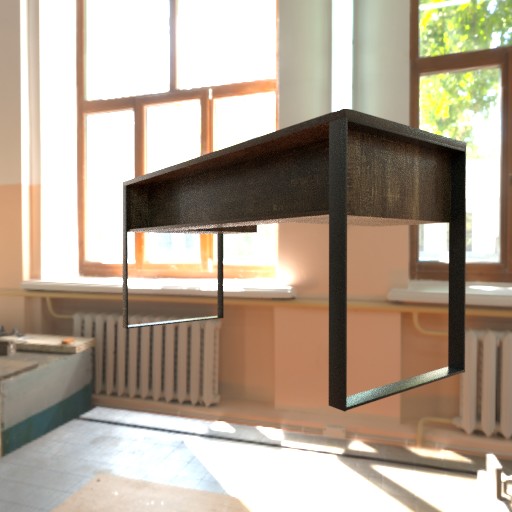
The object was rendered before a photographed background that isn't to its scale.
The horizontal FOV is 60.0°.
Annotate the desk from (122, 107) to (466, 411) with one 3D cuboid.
[{"bbox_3d":[0.000,0.000,1.899,0.599,0.762,1.524,-1,1,-37],"label":"desk"}]
